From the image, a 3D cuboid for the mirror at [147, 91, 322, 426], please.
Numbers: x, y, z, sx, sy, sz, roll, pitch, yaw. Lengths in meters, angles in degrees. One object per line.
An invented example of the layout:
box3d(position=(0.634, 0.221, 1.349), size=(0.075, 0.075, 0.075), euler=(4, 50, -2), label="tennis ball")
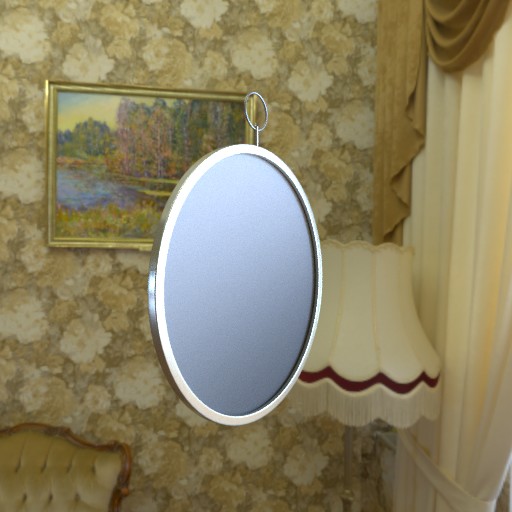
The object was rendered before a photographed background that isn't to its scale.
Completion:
box3d(position=(0.000, 0.000, 0.970), size=(0.020, 0.713, 0.594), euler=(0, 1, 35), label="mirror")
